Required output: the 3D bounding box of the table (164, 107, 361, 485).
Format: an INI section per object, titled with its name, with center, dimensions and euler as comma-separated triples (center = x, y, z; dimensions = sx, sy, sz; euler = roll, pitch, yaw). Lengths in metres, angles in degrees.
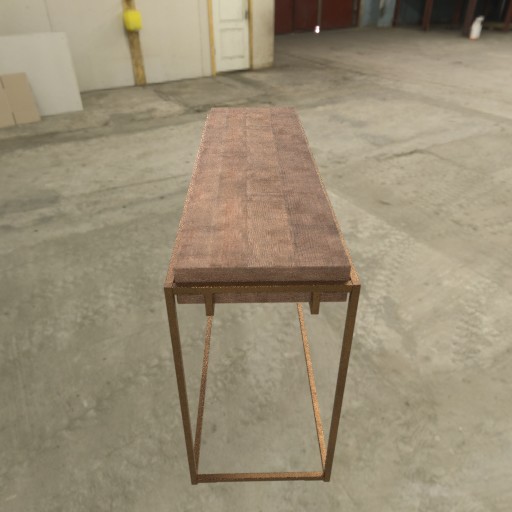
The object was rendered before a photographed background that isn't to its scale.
[table]
center = 0.000, 0.000, 1.776
dimensions = 0.440, 0.820, 1.400
euler = -1, 33, -1
